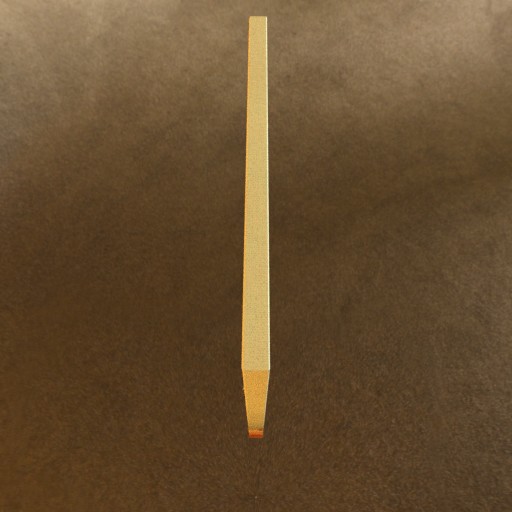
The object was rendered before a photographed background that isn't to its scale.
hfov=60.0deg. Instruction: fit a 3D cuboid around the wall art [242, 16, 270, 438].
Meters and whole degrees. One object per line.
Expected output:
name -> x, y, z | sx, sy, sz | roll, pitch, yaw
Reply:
wall art -> 0.000, 0.000, 0.880 | 0.034, 0.605, 0.605 | 0, 61, 0
